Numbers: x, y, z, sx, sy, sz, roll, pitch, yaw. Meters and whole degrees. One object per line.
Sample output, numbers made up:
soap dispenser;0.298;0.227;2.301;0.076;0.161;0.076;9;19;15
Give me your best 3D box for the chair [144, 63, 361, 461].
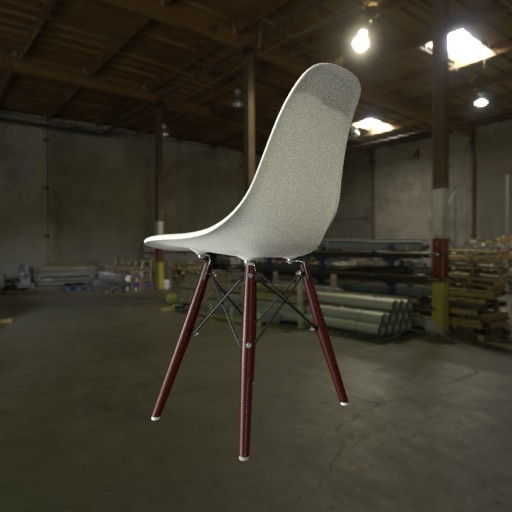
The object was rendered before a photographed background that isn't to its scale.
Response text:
chair;0.000;0.000;1.157;0.533;0.826;0.470;1;1;38
